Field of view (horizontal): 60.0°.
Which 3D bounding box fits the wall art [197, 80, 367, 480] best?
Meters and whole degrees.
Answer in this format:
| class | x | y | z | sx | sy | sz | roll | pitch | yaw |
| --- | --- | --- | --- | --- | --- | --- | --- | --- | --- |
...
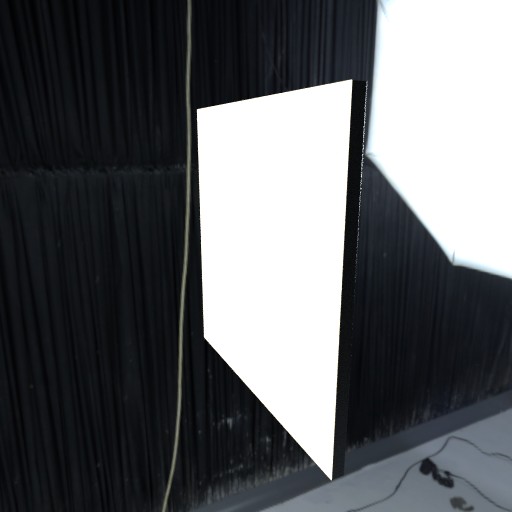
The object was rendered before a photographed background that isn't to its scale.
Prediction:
| class | x | y | z | sx | sy | sz | roll | pitch | yaw |
| --- | --- | --- | --- | --- | --- | --- | --- | --- | --- |
| wall art | 0.000 | 0.000 | 1.161 | 0.031 | 0.775 | 0.773 | -7 | 16 | -25 |
